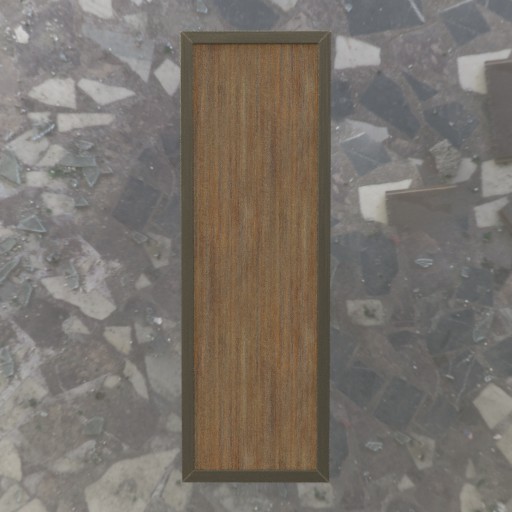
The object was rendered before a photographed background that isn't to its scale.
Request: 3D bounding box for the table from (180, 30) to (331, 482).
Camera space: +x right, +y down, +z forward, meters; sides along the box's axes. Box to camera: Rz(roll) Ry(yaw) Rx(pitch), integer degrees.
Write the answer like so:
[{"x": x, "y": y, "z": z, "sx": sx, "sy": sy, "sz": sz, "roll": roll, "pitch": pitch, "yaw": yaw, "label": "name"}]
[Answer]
[{"x": 0.000, "y": 0.000, "z": 1.567, "sx": 0.402, "sy": 0.753, "sz": 1.216, "roll": 0, "pitch": 92, "yaw": 0, "label": "table"}]
